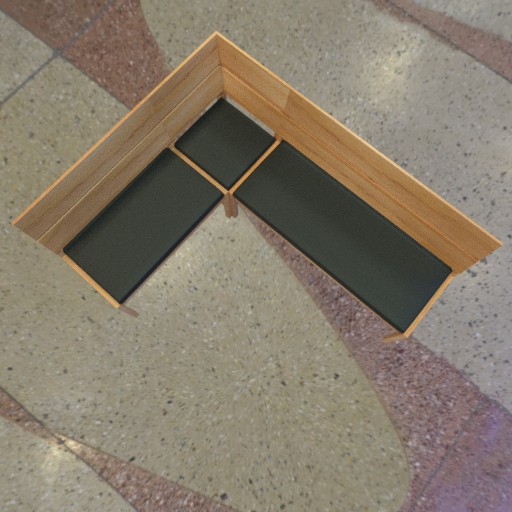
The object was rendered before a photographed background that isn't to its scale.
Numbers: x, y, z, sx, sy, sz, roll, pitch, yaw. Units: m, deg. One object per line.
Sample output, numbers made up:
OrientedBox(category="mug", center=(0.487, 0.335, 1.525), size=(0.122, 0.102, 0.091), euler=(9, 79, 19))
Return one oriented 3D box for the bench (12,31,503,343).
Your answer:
OrientedBox(category="bench", center=(0.000, 0.000, 2.660), size=(1.948, 0.890, 1.548), euler=(40, 79, 10))
